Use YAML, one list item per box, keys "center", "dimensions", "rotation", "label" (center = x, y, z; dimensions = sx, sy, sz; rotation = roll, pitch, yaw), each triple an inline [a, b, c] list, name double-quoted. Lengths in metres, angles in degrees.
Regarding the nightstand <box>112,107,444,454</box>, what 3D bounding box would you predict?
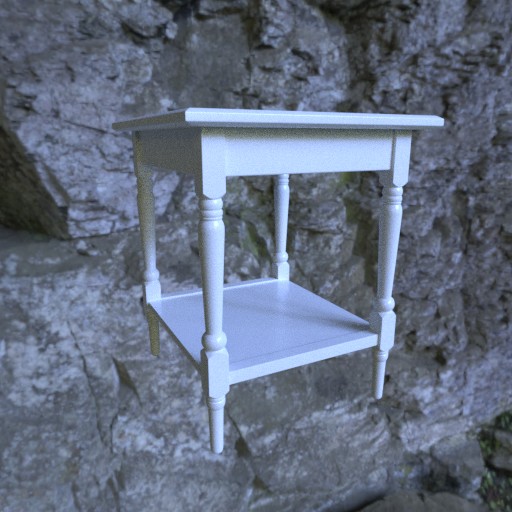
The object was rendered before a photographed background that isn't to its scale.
- center: [0.000, 0.000, 0.936]
  dimensions: [0.459, 0.555, 0.505]
  rotation: [-8, 17, -26]
  label: "nightstand"
